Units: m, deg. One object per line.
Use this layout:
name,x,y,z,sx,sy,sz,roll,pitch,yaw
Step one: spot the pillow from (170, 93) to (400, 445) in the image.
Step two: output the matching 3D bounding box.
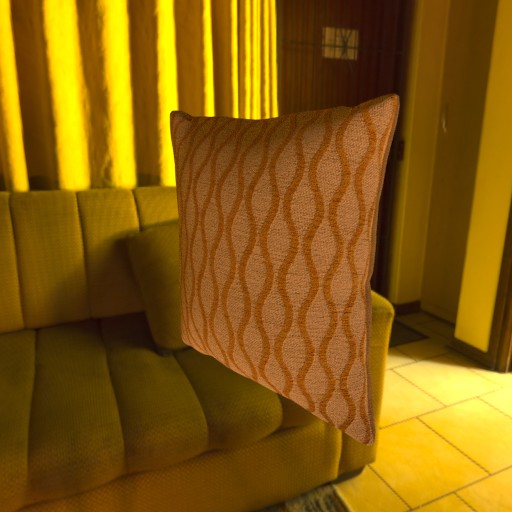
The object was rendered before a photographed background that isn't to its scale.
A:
pillow,0.000,0.000,0.664,0.159,0.436,0.429,-15,21,-43
